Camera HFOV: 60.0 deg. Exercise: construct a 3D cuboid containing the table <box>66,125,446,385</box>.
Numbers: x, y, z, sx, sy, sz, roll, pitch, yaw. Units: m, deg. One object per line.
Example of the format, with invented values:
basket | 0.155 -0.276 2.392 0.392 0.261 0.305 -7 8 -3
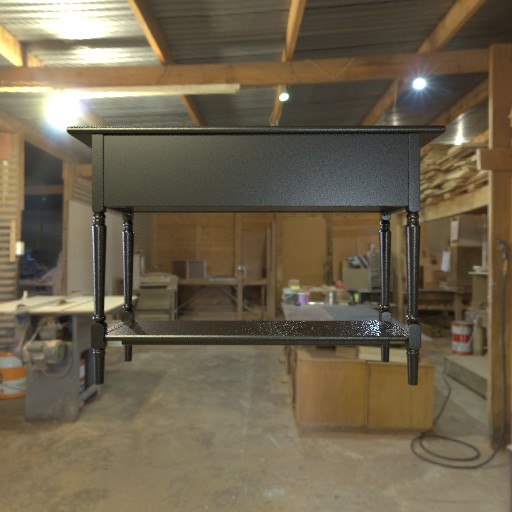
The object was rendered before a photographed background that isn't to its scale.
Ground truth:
table | 0.000 0.000 1.580 1.191 0.819 0.386 0 0 0
